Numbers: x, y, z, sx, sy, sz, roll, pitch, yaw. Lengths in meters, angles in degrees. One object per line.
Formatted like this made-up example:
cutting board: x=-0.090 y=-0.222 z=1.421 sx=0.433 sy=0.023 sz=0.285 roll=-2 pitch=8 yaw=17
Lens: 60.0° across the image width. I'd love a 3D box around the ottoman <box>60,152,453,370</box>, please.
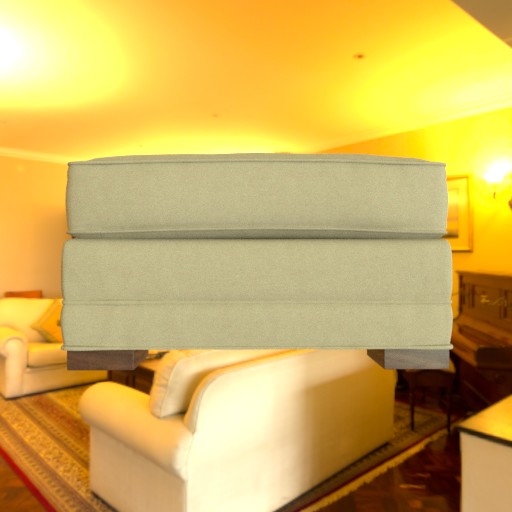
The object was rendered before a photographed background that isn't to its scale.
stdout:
ottoman: x=0.000 y=0.000 z=1.214 sx=0.848 sy=0.482 sz=0.611 roll=0 pitch=0 yaw=-1
